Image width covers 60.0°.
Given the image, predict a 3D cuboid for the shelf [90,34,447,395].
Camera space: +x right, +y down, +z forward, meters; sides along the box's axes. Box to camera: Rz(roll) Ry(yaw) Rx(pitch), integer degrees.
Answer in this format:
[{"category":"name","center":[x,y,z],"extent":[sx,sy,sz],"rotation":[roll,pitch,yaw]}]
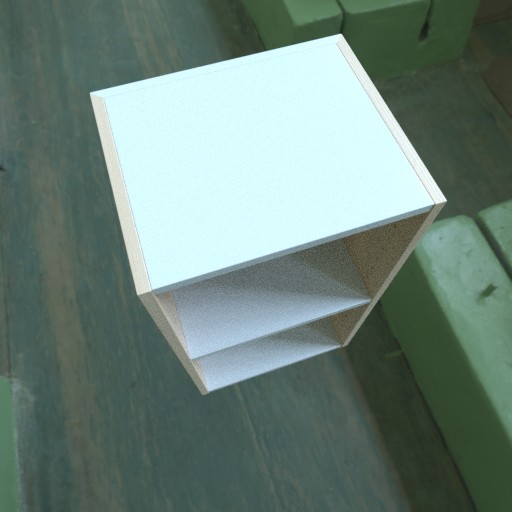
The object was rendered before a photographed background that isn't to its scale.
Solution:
[{"category":"shelf","center":[0.000,0.000,0.793],"extent":[0.350,0.600,0.290],"rotation":[-17,65,-8]}]
